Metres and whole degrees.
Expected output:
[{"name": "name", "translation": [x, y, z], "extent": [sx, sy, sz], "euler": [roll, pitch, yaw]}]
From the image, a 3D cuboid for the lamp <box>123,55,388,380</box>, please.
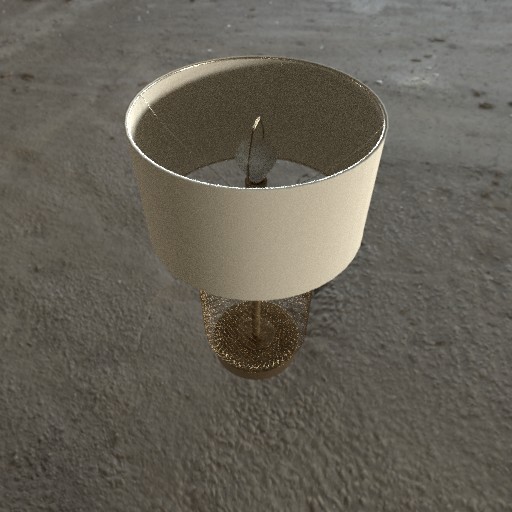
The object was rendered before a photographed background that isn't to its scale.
[{"name": "lamp", "translation": [0.000, 0.000, 0.810], "extent": [0.353, 0.578, 0.353], "euler": [0, 47, 0]}]
